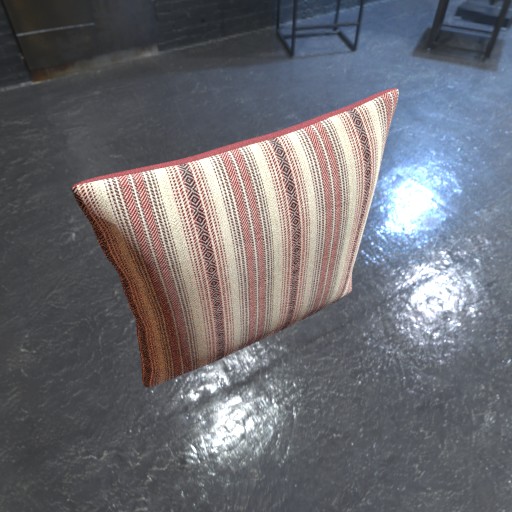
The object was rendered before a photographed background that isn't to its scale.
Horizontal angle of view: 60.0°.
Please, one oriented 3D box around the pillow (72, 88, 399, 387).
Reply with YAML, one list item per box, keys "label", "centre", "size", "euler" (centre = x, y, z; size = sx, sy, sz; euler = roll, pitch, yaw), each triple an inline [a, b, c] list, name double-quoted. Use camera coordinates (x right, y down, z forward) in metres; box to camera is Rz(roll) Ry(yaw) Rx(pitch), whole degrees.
- label: "pillow"
  centre: [0.000, 0.000, 0.788]
  size: [0.513, 0.497, 0.166]
  euler: [-22, 51, -19]
